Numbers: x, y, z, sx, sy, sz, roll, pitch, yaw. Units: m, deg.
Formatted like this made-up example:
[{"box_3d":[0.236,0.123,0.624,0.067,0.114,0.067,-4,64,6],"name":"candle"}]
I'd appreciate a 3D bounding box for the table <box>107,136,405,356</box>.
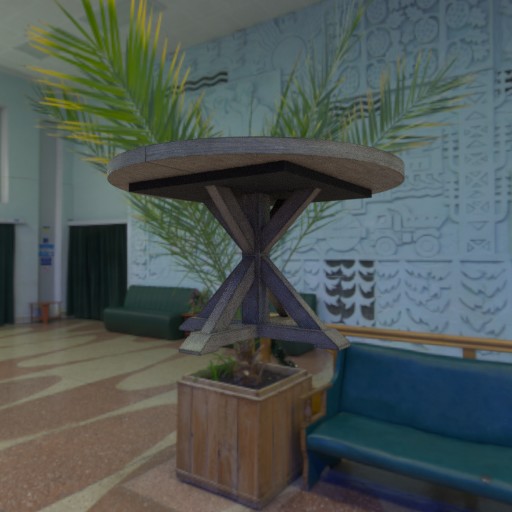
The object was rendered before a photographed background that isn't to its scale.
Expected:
[{"box_3d":[0.000,0.000,2.134,1.363,0.781,1.363,0,0,0],"name":"table"}]
